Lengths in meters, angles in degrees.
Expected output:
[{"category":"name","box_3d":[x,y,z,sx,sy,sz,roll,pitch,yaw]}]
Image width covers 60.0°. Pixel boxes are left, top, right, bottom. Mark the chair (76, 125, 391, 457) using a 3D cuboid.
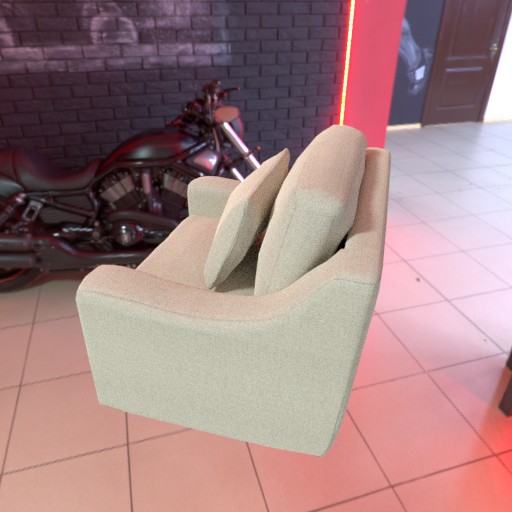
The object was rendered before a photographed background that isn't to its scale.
[{"category":"chair","box_3d":[0.000,0.000,1.913,1.009,1.016,1.178,8,32,14]}]
